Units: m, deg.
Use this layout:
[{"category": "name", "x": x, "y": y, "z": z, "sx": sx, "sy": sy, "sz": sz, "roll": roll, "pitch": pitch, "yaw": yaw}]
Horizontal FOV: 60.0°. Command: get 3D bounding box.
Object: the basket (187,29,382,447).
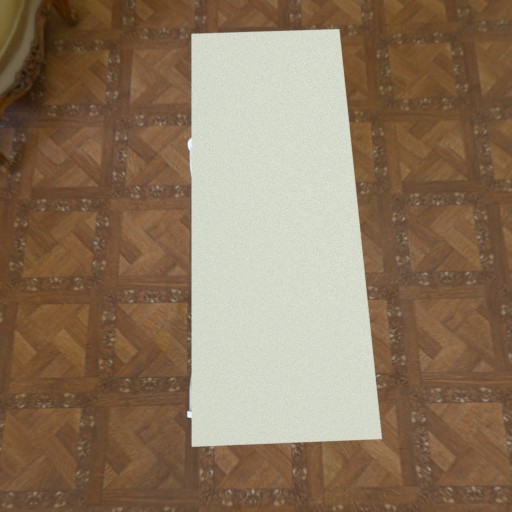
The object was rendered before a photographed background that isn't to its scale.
[{"category": "basket", "x": 0.000, "y": 0.000, "z": 1.116, "sx": 0.376, "sy": 0.625, "sz": 0.792, "roll": -2, "pitch": 75, "yaw": -1}]
